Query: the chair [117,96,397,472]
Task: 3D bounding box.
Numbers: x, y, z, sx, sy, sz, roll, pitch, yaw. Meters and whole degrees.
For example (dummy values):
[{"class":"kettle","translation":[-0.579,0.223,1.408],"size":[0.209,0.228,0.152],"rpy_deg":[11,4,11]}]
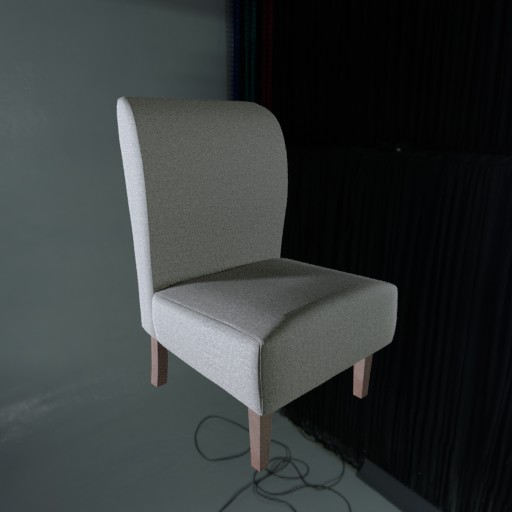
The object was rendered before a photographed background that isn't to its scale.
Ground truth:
[{"class":"chair","translation":[0.000,0.000,1.175],"size":[0.513,0.804,0.592],"rpy_deg":[-15,23,-41]}]
